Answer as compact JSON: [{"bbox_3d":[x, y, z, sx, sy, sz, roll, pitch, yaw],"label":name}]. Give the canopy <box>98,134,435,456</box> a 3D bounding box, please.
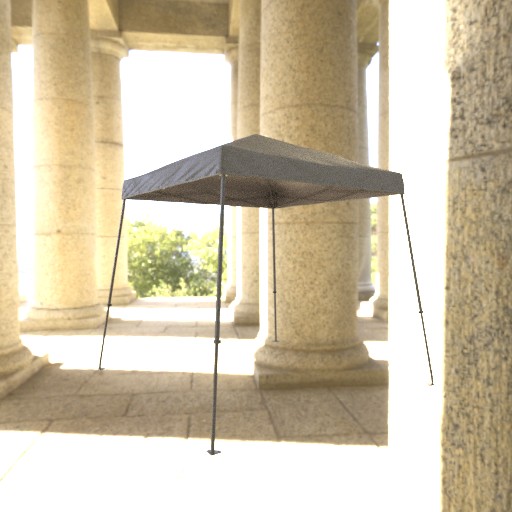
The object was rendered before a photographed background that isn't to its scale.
[{"bbox_3d":[0.000,0.000,6.584,3.599,3.600,3.600,-1,2,-36],"label":"canopy"}]
